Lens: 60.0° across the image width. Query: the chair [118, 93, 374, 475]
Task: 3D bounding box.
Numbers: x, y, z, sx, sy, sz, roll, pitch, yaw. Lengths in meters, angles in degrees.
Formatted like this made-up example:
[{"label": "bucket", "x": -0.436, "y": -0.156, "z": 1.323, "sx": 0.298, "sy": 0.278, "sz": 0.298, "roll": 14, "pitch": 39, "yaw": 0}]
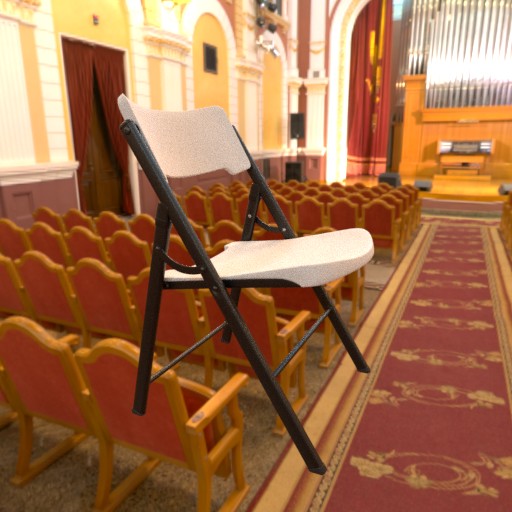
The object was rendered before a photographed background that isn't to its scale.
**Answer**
[{"label": "chair", "x": 0.000, "y": 0.000, "z": 1.130, "sx": 0.577, "sy": 0.765, "sz": 0.482, "roll": 7, "pitch": 16, "yaw": 24}]
